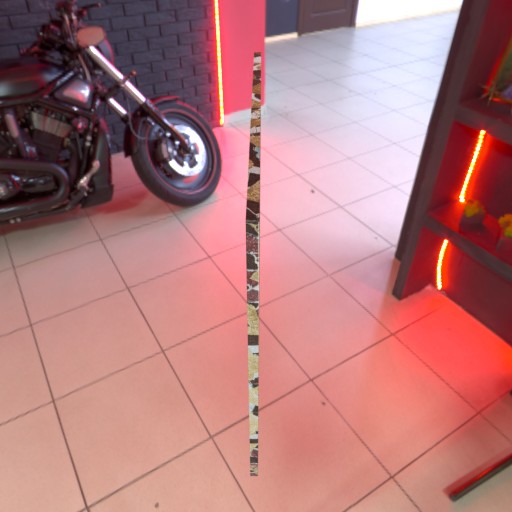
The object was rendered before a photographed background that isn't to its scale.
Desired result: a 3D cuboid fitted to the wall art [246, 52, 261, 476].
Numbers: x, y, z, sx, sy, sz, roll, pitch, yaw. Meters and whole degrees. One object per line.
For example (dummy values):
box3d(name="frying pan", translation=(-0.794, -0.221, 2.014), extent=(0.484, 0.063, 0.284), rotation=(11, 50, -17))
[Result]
box3d(name="wall art", translation=(0.000, 0.000, 0.598), extent=(0.010, 0.406, 0.404), rotation=(0, 40, 1))
